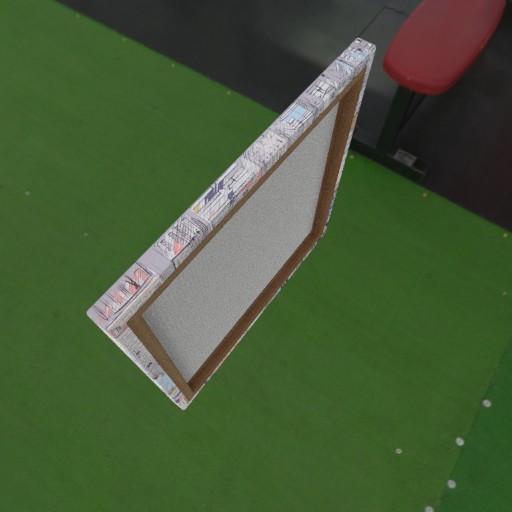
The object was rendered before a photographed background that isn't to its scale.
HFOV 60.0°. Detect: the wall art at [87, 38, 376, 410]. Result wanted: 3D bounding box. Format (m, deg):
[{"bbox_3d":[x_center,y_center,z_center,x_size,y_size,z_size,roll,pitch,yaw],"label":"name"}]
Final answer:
[{"bbox_3d":[0.000,0.000,1.113,0.048,0.762,0.761,34,68,16],"label":"wall art"}]
